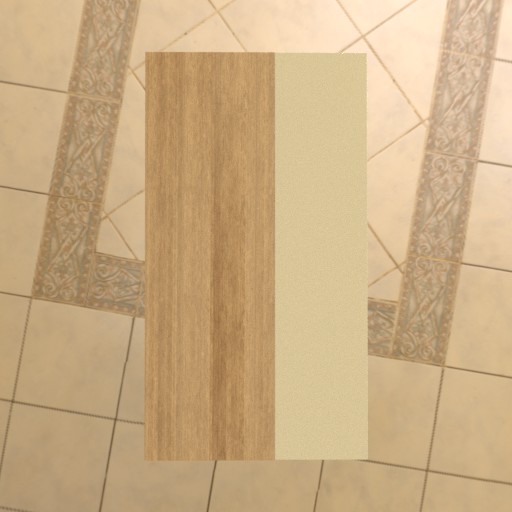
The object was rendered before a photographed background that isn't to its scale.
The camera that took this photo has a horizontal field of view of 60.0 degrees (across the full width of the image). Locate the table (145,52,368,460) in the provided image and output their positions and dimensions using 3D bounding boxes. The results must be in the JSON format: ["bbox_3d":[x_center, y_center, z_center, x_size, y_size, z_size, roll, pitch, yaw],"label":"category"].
[{"bbox_3d":[0.000,0.000,1.369,0.600,0.350,1.100,0,90,0],"label":"table"}]
